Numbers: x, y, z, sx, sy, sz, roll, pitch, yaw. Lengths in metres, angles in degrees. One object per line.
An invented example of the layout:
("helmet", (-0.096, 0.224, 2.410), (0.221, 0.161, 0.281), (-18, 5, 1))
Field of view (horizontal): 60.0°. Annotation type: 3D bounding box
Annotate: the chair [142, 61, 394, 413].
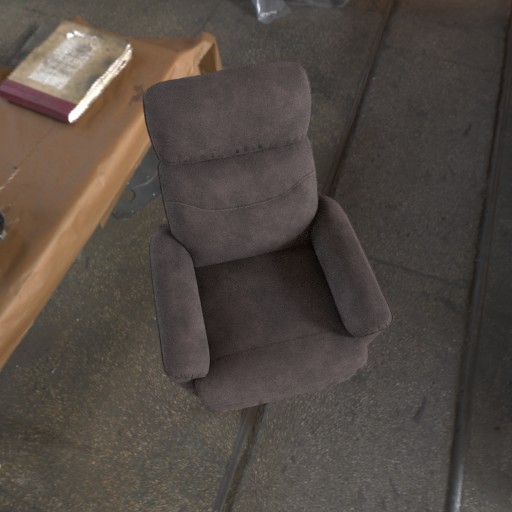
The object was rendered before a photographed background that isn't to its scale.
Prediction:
("chair", (0.000, 0.000, 1.760), (0.830, 1.035, 1.009), (-12, 63, -6))
